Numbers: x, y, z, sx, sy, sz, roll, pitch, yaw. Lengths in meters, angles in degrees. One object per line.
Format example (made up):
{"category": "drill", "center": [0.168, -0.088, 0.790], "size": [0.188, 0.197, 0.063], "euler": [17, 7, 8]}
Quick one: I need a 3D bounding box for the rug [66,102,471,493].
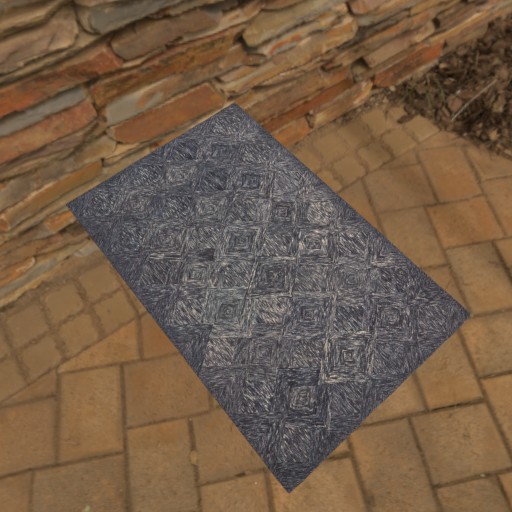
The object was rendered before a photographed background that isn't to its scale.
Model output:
{"category": "rug", "center": [0.000, 0.000, 2.184], "size": [1.139, 0.010, 1.754], "euler": [-37, 69, -17]}
